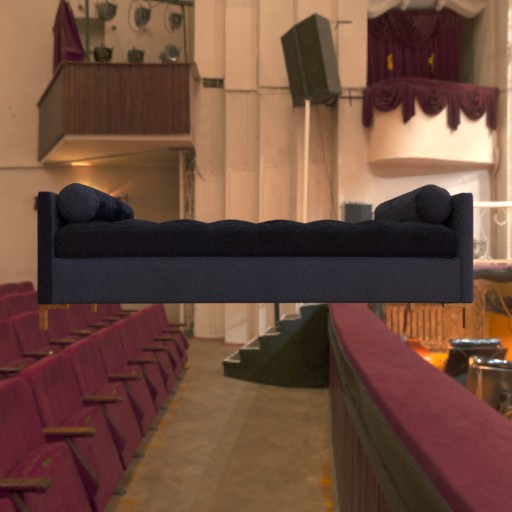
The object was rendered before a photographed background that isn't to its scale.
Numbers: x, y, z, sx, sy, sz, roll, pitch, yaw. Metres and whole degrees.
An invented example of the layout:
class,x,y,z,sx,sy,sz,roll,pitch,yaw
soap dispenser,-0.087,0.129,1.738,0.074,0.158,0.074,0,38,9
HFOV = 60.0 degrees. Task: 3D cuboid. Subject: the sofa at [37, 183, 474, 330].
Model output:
class,x,y,z,sx,sy,sz,roll,pitch,yaw
sofa,0.000,0.000,2.480,2.102,0.705,0.796,0,0,-1
